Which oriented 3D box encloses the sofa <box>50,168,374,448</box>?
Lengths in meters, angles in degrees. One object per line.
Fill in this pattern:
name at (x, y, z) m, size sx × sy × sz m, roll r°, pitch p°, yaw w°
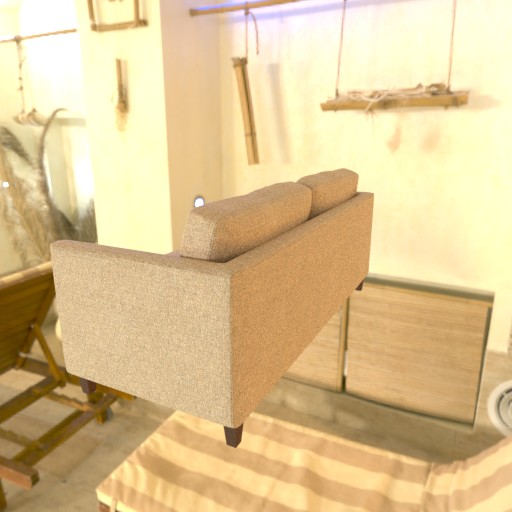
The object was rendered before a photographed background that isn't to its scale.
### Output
sofa at (0.000, 0.000, 2.718) m, size 0.951 × 0.965 × 2.208 m, roll 8°, pitch 18°, yaw 26°
